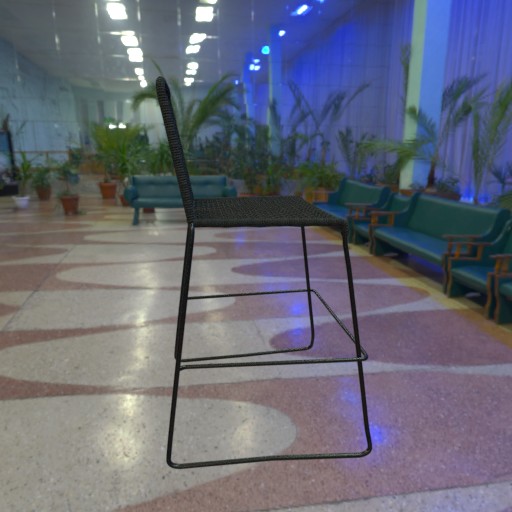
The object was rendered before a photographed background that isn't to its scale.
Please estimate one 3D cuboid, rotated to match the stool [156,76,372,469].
[{"bbox_3d":[0.000,0.000,1.236,0.509,0.905,0.590,-2,15,-8],"label":"stool"}]
